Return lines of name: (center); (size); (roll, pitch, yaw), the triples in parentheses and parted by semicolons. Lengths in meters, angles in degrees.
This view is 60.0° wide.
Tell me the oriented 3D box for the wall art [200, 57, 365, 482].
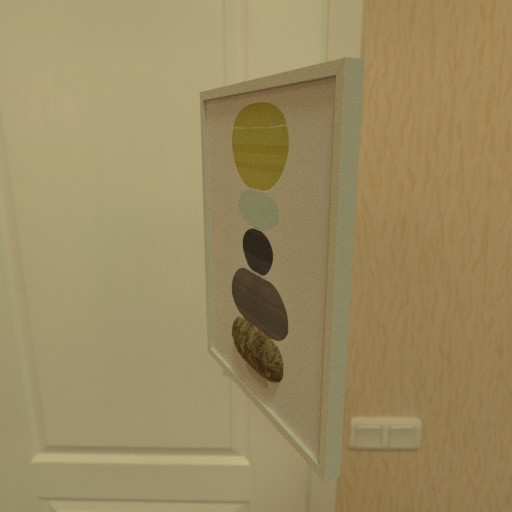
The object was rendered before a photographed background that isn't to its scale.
wall art: (0.000, 0.000, 1.026); (0.055, 0.763, 0.611); (-8, 17, -27)
